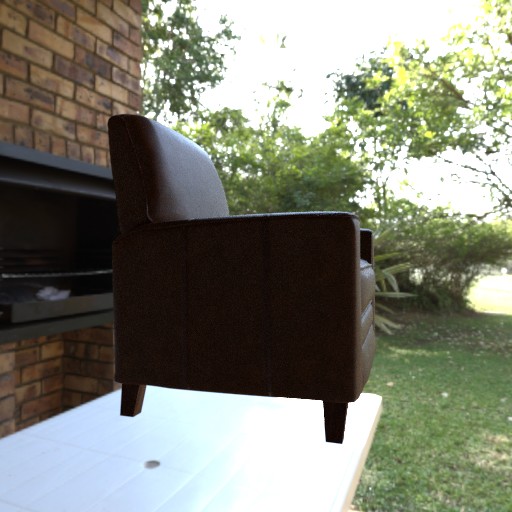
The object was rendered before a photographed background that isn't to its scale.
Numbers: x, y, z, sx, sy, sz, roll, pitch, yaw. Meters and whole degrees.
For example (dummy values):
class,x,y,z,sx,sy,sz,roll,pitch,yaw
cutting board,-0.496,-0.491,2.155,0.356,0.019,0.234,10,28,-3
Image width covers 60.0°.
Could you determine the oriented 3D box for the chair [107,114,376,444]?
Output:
class,x,y,z,sx,sy,sz,roll,pitch,yaw
chair,0.000,0.000,1.649,0.850,1.010,0.839,0,0,18
